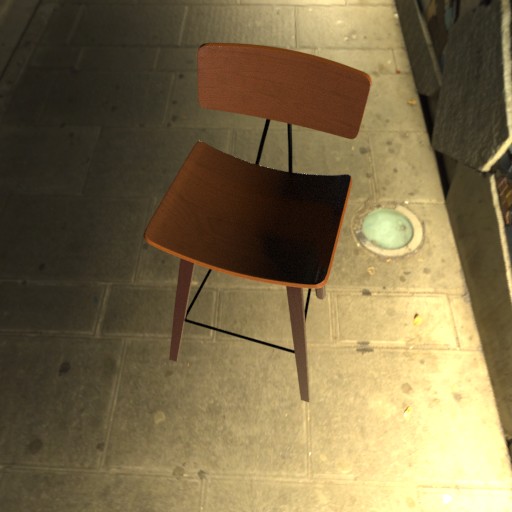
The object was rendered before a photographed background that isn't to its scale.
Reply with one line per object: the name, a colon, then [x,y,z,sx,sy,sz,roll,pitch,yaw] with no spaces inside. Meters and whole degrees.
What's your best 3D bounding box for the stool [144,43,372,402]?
stool: [0.000,0.000,1.227,0.509,0.969,0.440,15,60,9]
